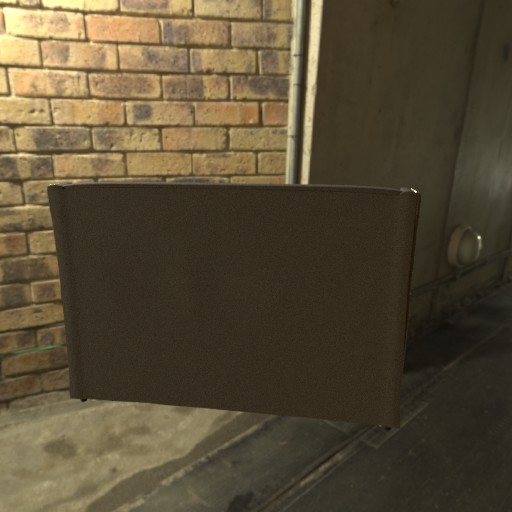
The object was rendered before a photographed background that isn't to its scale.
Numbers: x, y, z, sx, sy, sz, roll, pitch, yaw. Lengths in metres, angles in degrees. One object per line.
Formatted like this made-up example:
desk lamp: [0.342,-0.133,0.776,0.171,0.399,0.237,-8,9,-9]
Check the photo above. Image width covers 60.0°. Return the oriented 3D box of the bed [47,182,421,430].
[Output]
bed: [0.000,0.000,3.432,1.925,1.332,2.276,2,15,8]
